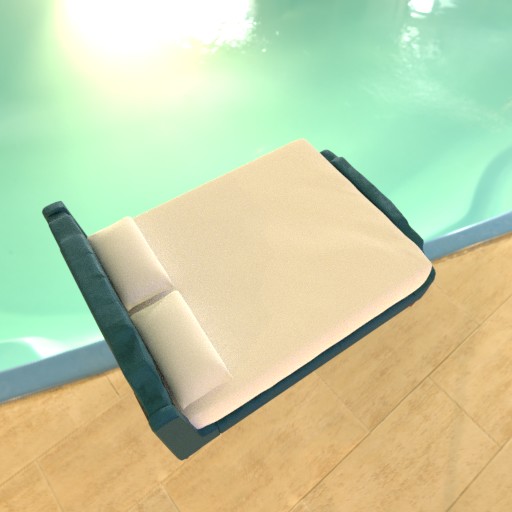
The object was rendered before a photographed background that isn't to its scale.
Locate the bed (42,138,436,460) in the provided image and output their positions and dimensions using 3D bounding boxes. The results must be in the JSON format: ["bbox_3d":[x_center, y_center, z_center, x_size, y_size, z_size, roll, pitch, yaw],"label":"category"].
[{"bbox_3d":[0.000,0.000,3.290,2.322,1.338,1.678,-29,62,-17],"label":"bed"}]
